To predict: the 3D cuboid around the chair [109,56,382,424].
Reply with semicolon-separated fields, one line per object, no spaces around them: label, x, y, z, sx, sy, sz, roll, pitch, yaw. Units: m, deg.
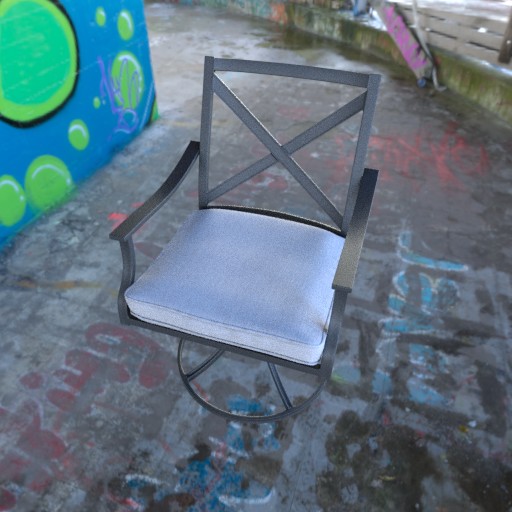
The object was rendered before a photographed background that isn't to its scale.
chair;0.000;0.000;1.275;0.575;0.889;0.620;12;43;14
